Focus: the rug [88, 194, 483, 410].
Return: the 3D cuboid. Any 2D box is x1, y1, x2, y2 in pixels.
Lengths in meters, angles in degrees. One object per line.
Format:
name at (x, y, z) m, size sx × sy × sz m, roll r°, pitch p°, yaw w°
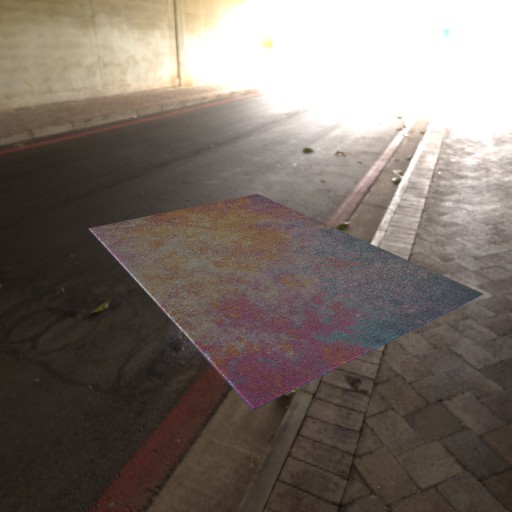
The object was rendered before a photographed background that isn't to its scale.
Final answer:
rug at (0.000, 0.000, 3.759) m, size 2.007 × 0.013 × 2.896 m, roll -16°, pitch 30°, yaw -31°
